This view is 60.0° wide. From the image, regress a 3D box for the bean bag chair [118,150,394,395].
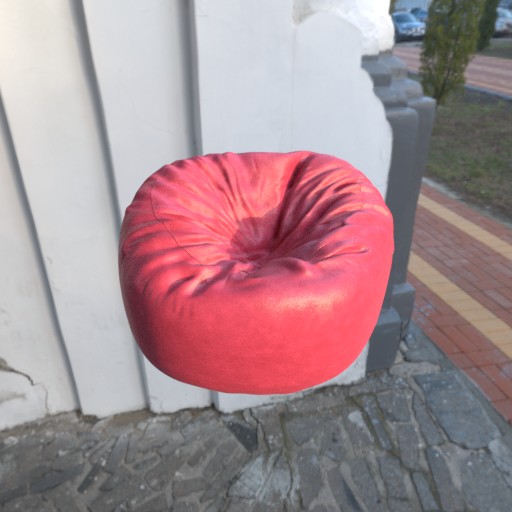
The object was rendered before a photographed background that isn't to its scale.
[{"bbox_3d":[0.000,0.000,2.457,1.524,0.878,1.524,1,29,2],"label":"bean bag chair"}]
